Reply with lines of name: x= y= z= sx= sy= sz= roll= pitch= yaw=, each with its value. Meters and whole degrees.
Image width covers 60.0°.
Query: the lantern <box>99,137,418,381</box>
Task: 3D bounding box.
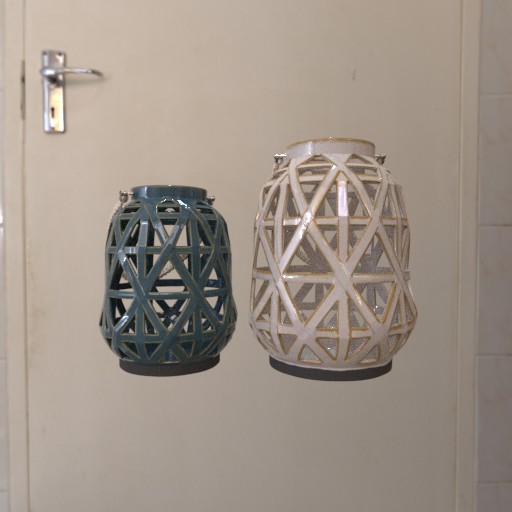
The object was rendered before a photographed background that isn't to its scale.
lantern: x=0.000 y=0.000 z=0.640 sx=0.439 sy=0.307 sz=0.245 roll=0 pitch=2 yaw=1
